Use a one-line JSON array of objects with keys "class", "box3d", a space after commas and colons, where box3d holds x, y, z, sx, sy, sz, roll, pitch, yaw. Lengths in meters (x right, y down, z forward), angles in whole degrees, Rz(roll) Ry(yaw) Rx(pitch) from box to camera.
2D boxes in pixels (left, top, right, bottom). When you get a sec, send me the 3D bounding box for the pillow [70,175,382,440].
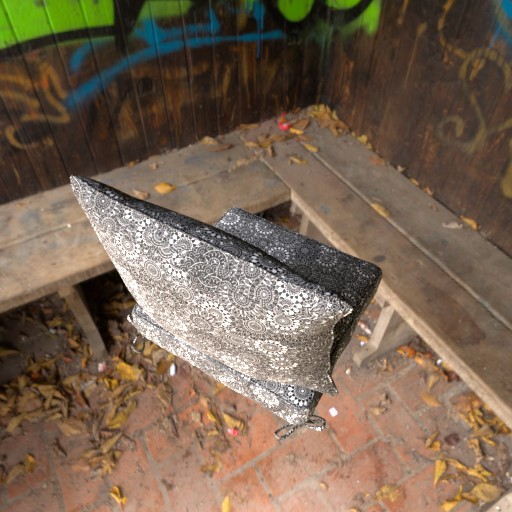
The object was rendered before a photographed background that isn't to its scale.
[{"class": "pillow", "box3d": [0.000, 0.000, 1.403, 0.798, 0.722, 0.740, 24, 52, 20]}]
